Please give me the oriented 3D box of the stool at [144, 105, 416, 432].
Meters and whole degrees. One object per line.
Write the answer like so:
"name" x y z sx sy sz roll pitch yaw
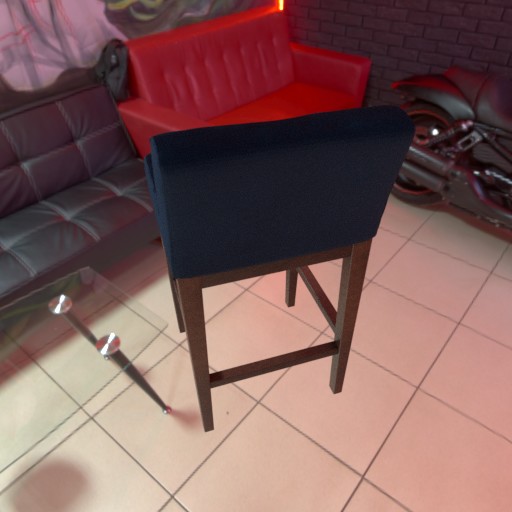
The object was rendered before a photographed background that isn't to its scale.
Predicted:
"stool" 0.000 0.000 1.257 0.511 0.945 0.516 -12 41 -14
